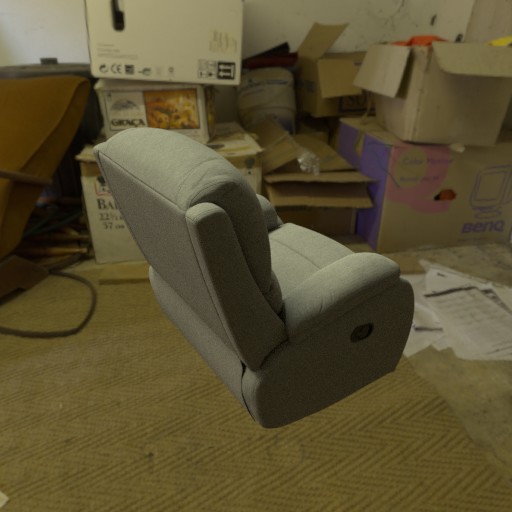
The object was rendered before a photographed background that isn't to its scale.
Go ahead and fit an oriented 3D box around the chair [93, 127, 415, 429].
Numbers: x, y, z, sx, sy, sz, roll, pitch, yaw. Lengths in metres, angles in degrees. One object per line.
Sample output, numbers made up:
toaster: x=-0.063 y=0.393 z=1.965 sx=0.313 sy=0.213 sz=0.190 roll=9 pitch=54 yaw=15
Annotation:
chair: x=0.000 y=0.000 z=1.726 sx=0.899 sy=1.011 sz=0.930 roll=-17 pitch=31 yaw=-30
